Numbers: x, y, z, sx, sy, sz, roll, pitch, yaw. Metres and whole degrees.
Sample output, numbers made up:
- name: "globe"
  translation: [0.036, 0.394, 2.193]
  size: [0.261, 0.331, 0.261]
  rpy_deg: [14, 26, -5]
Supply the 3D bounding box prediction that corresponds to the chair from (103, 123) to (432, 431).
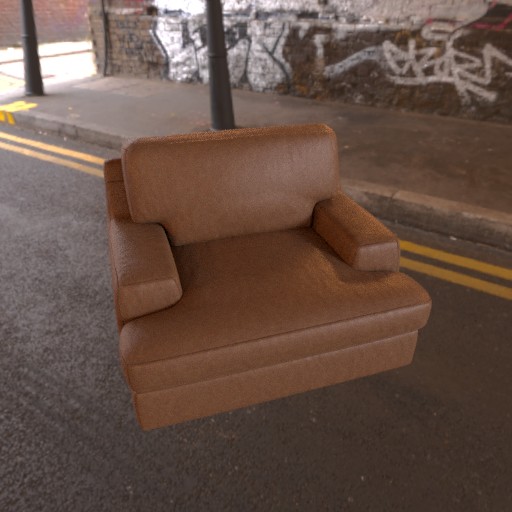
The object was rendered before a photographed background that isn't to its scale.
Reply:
- name: "chair"
  translation: [0.000, 0.000, 2.026]
  size: [1.276, 0.978, 1.050]
  rpy_deg: [-9, 32, -15]
